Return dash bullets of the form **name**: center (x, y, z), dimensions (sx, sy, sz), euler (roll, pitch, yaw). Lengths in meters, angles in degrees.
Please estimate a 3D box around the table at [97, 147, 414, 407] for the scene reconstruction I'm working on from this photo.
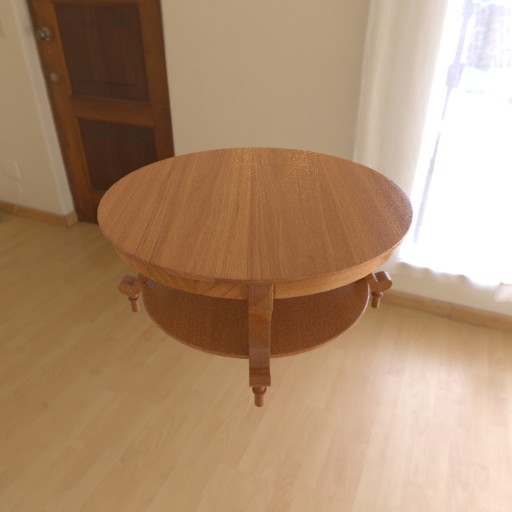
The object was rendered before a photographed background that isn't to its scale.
- **table**: center (0.000, 0.000, 1.624), dimensions (1.029, 0.490, 1.029), euler (0, 31, 0)
